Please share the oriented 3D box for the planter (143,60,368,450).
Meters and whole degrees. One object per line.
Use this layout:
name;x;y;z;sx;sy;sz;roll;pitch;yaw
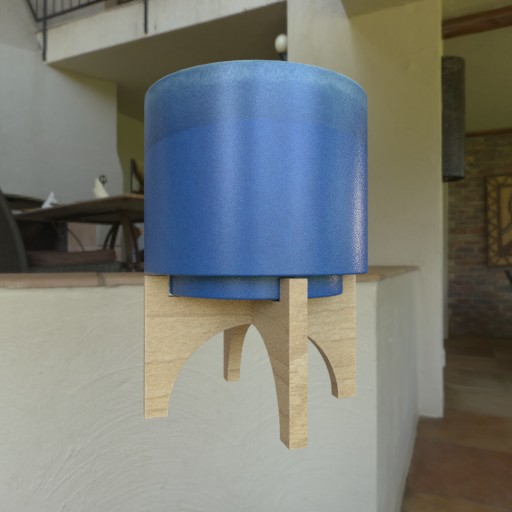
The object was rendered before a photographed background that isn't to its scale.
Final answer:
planter;0.000;0.000;0.393;0.192;0.263;0.192;0;0;0
